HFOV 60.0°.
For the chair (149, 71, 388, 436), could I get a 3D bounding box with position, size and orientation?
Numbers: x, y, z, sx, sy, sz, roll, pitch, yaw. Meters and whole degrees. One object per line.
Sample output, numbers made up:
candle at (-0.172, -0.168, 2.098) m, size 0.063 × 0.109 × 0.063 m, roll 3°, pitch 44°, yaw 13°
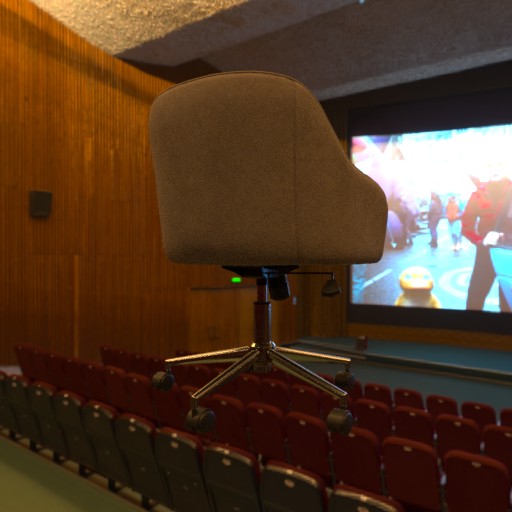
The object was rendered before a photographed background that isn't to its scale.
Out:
chair at (0.000, 0.000, 1.269) m, size 0.635 × 0.831 × 0.573 m, roll 0°, pitch 0°, yaw 35°
